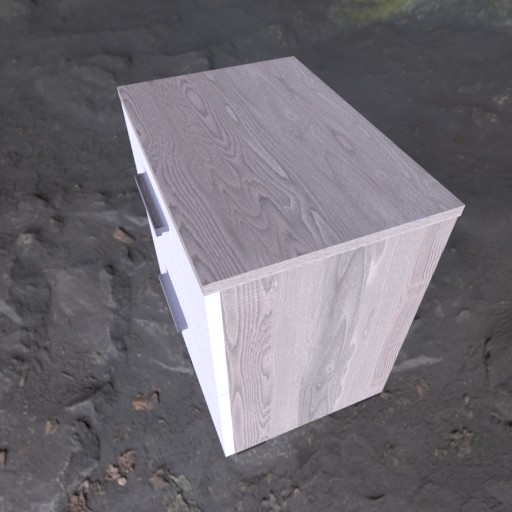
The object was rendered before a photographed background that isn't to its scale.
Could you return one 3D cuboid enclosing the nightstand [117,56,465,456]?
[{"bbox_3d":[0.000,0.000,0.762,0.325,0.461,0.442,-17,48,-15],"label":"nightstand"}]
